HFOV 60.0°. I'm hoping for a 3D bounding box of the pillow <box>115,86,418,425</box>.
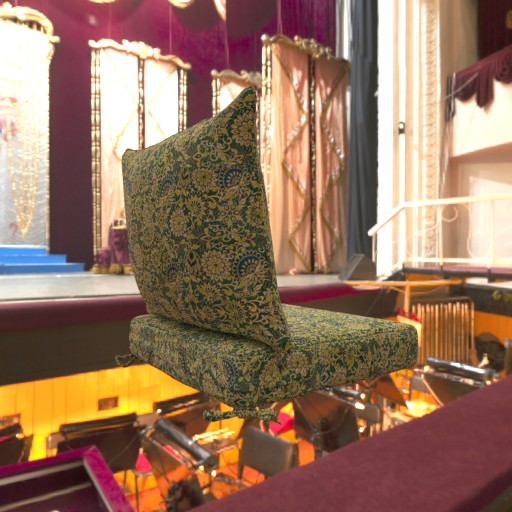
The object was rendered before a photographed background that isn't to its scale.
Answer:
[{"bbox_3d":[0.000,0.000,1.386,0.740,0.722,0.798,-1,1,-36],"label":"pillow"}]
